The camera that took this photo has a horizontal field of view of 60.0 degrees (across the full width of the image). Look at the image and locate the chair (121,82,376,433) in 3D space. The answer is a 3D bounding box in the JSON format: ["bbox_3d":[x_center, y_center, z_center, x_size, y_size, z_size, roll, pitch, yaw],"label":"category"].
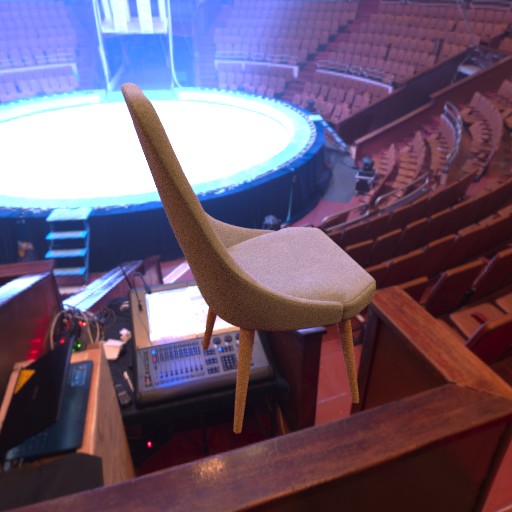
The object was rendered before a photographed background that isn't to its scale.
[{"bbox_3d":[0.000,0.000,1.393,0.660,1.040,0.510,-10,32,-17],"label":"chair"}]
